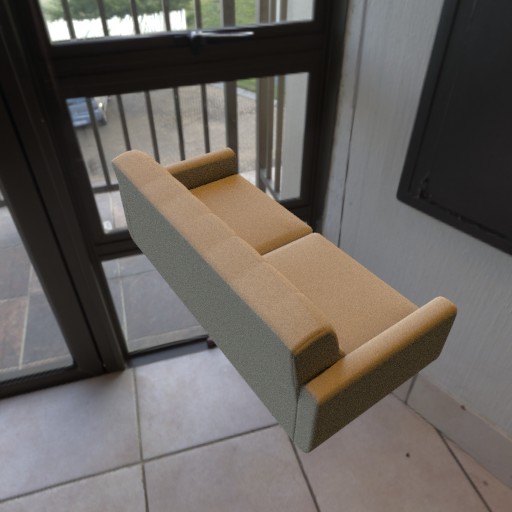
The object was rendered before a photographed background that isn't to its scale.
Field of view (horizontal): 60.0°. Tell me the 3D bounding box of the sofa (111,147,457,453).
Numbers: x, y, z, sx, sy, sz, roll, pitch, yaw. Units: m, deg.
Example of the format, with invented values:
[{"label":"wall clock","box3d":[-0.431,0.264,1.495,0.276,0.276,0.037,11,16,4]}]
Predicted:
[{"label":"sofa","box3d":[0.000,0.000,2.737,0.980,0.892,2.137,-24,46,-26]}]
